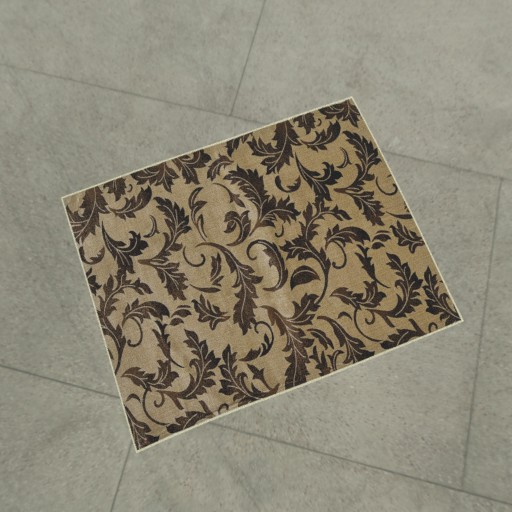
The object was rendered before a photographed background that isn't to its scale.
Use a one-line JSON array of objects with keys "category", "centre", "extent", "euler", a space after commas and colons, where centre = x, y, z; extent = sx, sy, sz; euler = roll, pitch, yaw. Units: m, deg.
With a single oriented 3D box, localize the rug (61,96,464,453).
[{"category": "rug", "centre": [0.000, 0.000, 3.975], "extent": [2.977, 0.008, 2.380], "euler": [-20, 77, -5]}]
